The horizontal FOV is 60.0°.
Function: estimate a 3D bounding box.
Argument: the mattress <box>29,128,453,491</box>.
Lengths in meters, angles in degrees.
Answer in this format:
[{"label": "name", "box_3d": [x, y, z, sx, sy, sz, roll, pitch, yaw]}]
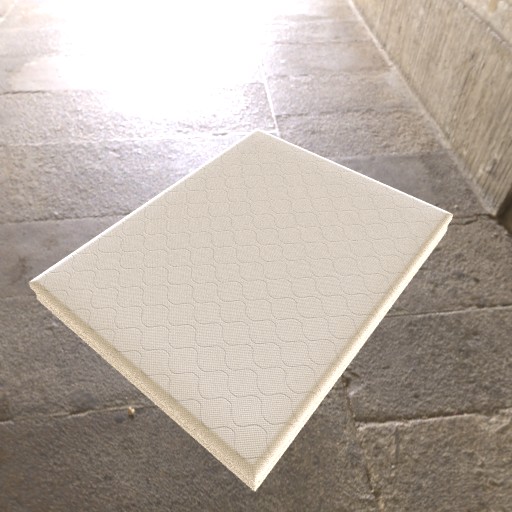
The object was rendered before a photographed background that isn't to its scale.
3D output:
[{"label": "mattress", "box_3d": [0.000, 0.000, 2.671, 1.600, 0.200, 2.000, 31, 55, 25]}]
